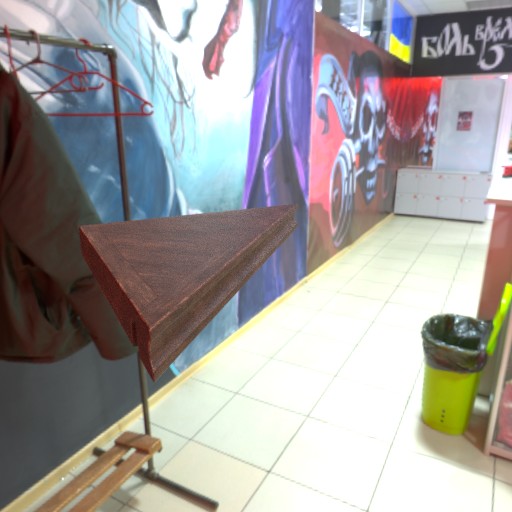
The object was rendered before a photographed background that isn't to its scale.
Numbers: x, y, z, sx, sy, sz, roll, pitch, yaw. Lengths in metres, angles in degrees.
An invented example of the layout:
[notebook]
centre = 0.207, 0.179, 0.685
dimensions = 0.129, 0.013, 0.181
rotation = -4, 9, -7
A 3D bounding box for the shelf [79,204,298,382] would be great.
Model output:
[shelf]
centre = 0.000, 0.000, 0.447
dimensions = 0.296, 0.035, 0.296
rotation = -9, 19, -27
